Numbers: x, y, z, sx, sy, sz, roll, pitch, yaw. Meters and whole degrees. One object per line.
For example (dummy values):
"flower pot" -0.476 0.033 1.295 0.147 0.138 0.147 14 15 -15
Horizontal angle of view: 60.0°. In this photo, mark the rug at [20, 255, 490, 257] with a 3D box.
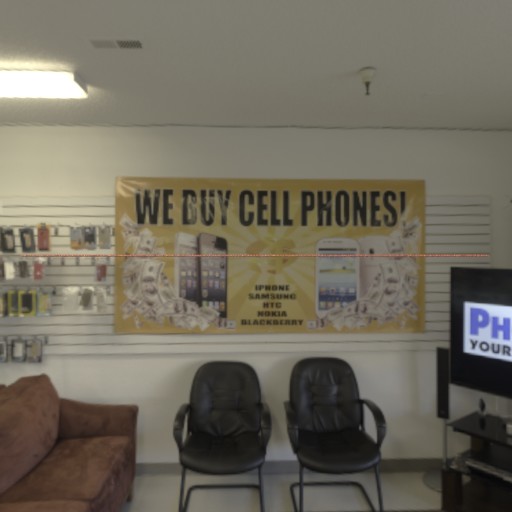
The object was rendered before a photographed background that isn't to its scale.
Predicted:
"rug" 0.000 0.000 2.768 2.112 0.009 1.594 0 0 1
